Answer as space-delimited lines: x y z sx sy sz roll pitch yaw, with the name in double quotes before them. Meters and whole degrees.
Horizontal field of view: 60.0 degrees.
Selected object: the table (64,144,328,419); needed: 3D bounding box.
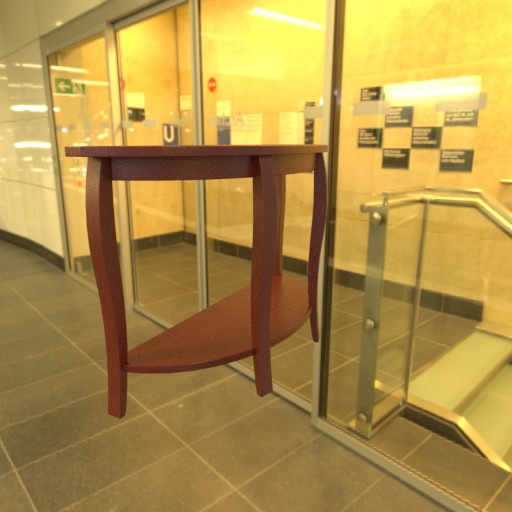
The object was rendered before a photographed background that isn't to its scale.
"table" 0.000 0.000 1.606 0.405 0.779 1.219 8 16 28
